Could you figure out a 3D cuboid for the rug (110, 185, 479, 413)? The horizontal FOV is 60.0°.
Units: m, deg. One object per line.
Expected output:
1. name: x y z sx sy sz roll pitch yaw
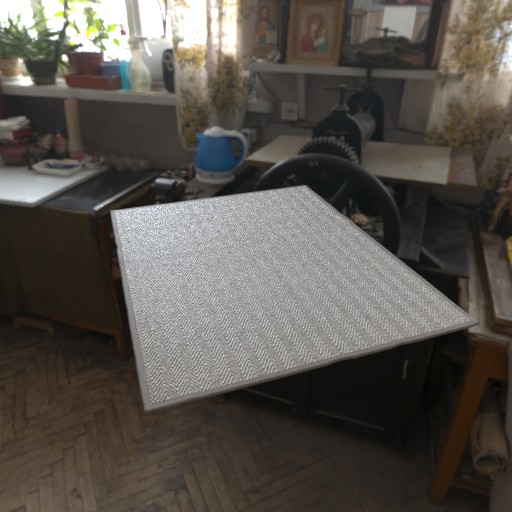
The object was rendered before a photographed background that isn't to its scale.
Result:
1. rug: 0.000 0.000 4.132 2.434 0.032 3.007 -10 31 -17
